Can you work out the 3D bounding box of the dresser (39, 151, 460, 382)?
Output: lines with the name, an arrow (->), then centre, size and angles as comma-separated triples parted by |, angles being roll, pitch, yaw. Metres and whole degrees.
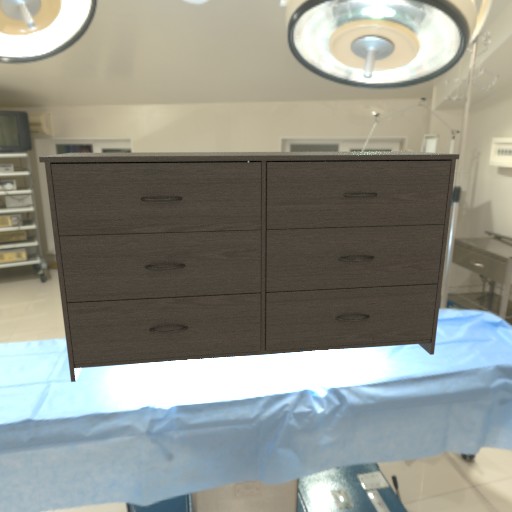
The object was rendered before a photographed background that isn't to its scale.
dresser -> 0.000, 0.000, 1.678 | 1.360, 0.755, 0.401 | -2, 15, -8
